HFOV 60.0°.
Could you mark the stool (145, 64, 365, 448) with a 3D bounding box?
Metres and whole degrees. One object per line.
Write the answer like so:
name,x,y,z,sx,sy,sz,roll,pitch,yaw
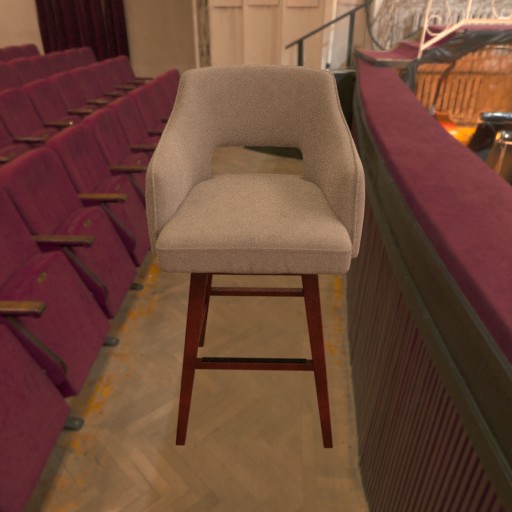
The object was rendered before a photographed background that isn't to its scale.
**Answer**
stool,0.000,0.000,1.329,0.548,1.012,0.558,1,29,1
